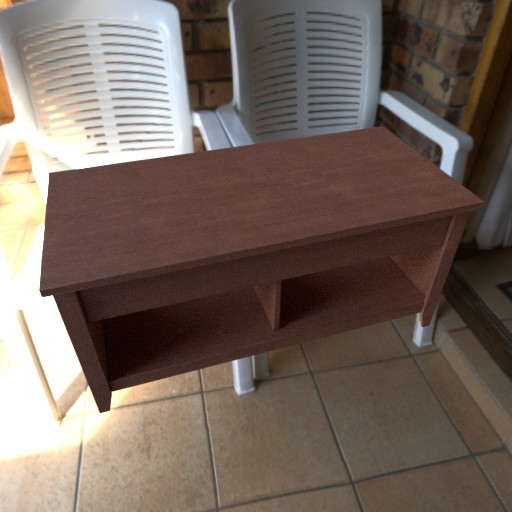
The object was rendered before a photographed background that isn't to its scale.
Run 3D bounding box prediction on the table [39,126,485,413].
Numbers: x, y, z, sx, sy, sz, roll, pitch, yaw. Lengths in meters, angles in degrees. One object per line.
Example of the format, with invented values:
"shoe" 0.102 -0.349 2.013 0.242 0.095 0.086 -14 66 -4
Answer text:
"table" 0.000 0.000 1.277 1.016 0.457 0.483 -11 40 -14
